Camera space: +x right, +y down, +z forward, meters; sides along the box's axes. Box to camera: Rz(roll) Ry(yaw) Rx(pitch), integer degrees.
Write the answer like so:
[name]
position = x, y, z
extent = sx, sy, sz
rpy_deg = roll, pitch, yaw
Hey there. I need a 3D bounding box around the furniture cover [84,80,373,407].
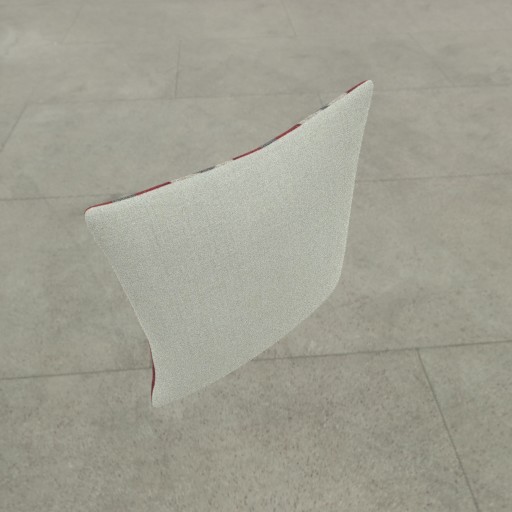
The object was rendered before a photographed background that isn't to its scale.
[furniture cover]
position = 0.000, 0.000, 0.665
extent = 0.435, 0.420, 0.145
rpy_deg = -31, 54, -26
